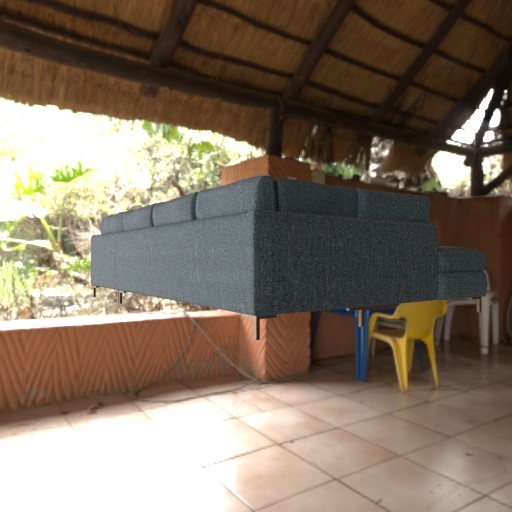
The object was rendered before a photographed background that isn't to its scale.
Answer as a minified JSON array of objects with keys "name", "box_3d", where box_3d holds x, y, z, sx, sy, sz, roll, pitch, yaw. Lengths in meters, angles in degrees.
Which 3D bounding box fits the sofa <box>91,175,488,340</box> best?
[{"name":"sofa","box_3d":[0.000,0.000,3.530,1.879,0.753,2.737,0,0,-35]}]
